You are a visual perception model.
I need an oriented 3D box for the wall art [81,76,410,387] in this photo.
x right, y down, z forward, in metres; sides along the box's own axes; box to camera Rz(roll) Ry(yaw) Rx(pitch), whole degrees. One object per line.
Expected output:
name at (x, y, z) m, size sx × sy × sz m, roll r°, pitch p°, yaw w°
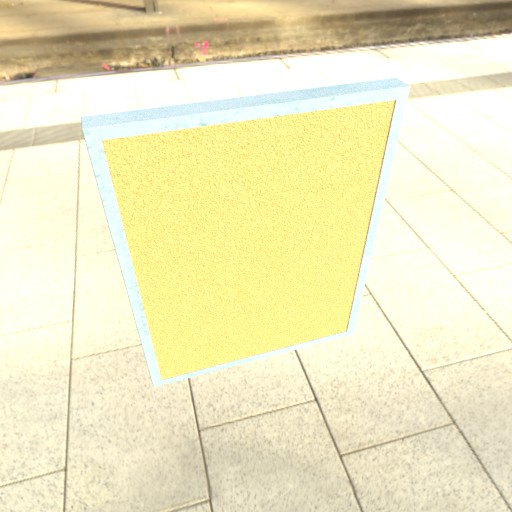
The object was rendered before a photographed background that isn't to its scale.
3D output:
wall art at (0.000, 0.000, 0.709) m, size 0.409 × 0.509 × 0.037 m, roll -12°, pitch 43°, yaw -13°
